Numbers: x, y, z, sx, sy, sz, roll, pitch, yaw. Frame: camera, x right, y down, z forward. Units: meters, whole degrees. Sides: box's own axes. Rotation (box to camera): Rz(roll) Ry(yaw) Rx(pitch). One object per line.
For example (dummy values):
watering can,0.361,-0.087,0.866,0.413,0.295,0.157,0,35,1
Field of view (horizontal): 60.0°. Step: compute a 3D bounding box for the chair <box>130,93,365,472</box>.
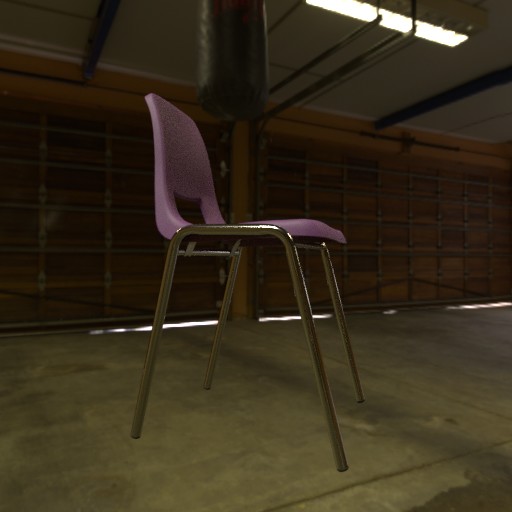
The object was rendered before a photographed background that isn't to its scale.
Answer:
chair,0.000,0.000,0.959,0.432,0.704,0.381,0,0,18
